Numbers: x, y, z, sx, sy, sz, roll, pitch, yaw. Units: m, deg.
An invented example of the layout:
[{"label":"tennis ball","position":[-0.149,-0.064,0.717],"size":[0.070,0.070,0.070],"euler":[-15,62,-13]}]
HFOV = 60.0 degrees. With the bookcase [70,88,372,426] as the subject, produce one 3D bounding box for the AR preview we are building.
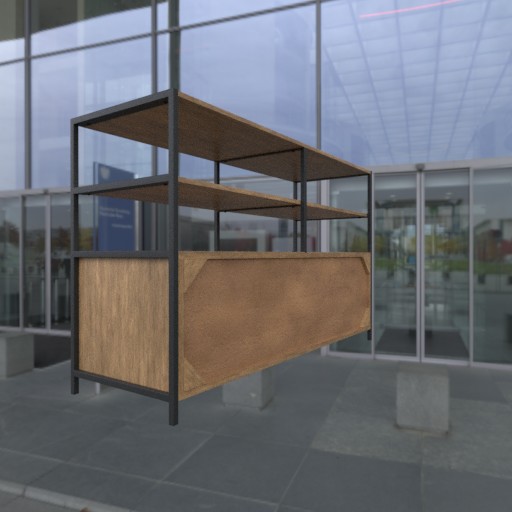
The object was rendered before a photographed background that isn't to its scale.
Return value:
[{"label":"bookcase","position":[0.000,0.000,1.511],"size":[0.391,0.712,1.149],"euler":[0,0,35]}]
